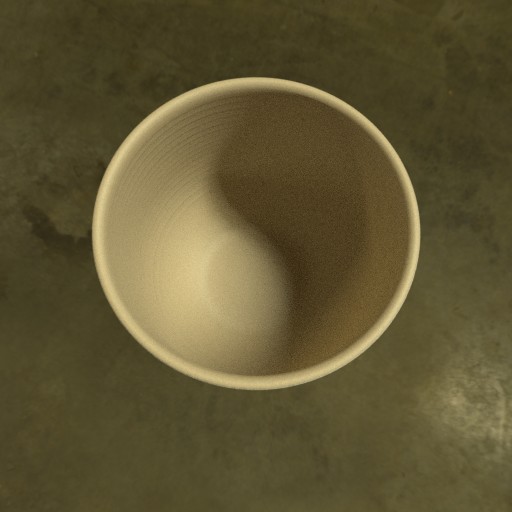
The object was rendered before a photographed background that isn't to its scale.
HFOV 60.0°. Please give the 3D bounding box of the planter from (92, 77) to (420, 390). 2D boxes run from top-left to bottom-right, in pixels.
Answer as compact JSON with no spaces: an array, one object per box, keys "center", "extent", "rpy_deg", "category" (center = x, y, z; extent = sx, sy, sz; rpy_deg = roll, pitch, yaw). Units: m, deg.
[{"center":[0.000,0.000,0.301],"extent":[0.169,0.153,0.169],"rpy_deg":[0,75,0],"category":"planter"}]
